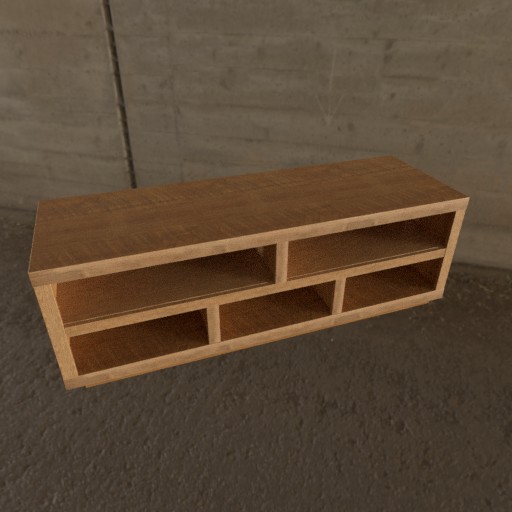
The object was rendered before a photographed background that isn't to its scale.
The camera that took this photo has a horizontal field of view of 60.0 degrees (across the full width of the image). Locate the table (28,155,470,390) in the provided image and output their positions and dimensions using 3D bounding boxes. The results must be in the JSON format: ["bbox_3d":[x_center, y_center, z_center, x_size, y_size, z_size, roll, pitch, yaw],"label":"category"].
[{"bbox_3d":[0.000,0.000,1.753,1.499,0.491,0.499,-11,33,-17],"label":"table"}]
